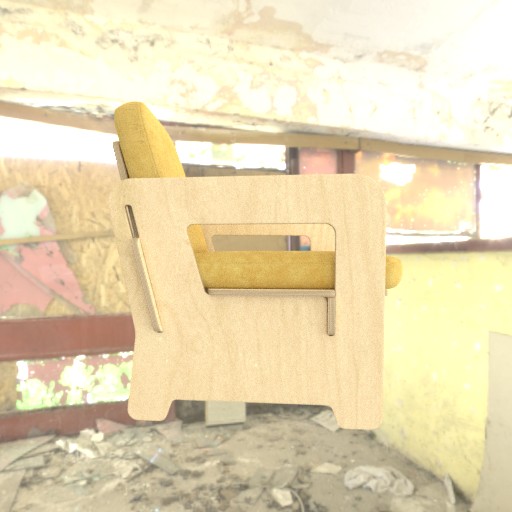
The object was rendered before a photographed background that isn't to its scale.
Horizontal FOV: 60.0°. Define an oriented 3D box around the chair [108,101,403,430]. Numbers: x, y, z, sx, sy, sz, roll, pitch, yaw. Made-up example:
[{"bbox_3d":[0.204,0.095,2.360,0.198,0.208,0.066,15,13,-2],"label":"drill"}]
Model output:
[{"bbox_3d":[0.000,0.000,1.276,0.710,0.800,0.590,0,0,1],"label":"chair"}]
